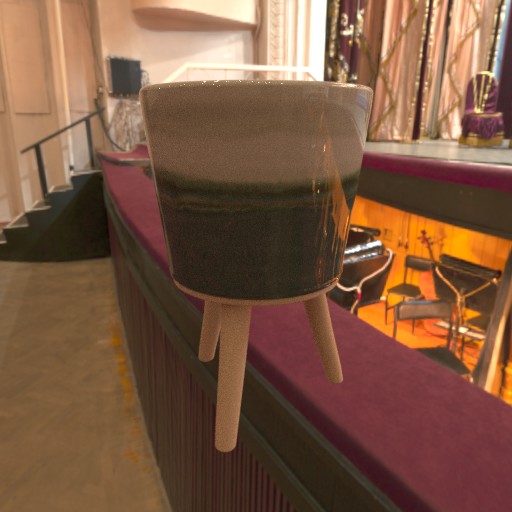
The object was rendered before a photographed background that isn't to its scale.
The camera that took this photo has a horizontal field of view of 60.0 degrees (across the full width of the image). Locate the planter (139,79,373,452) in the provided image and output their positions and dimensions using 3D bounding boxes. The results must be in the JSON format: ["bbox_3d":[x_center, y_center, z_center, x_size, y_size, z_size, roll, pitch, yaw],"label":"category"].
[{"bbox_3d":[0.000,0.000,0.469,0.217,0.331,0.217,-9,19,-28],"label":"planter"}]
